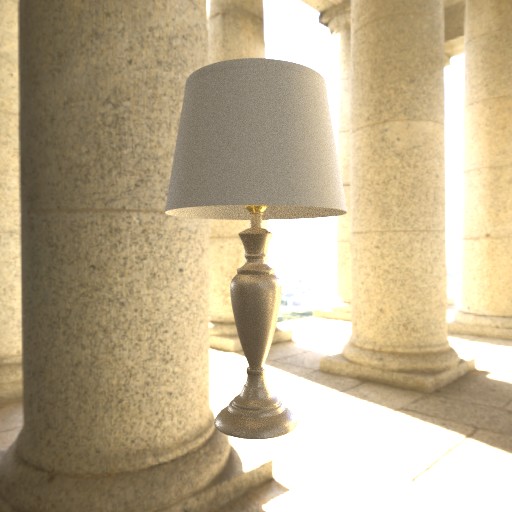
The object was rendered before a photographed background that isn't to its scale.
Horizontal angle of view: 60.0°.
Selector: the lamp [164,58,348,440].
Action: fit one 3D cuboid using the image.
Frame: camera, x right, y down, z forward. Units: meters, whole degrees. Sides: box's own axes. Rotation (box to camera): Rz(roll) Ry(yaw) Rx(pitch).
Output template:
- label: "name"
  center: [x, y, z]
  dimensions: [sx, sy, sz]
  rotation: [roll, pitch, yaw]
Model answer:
- label: "lamp"
  center: [0.000, 0.000, 0.811]
  dimensions: [0.328, 0.612, 0.328]
  rotation: [0, 1, 0]
